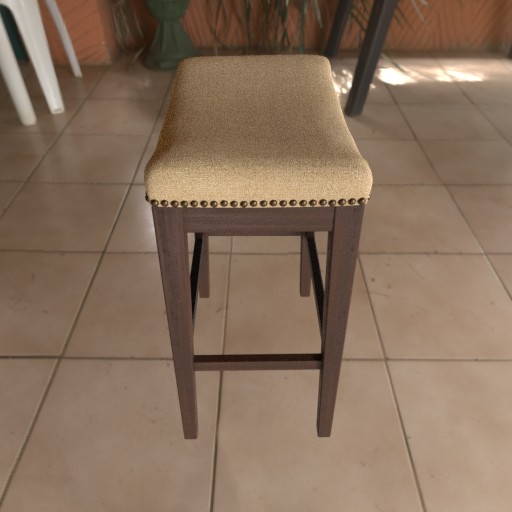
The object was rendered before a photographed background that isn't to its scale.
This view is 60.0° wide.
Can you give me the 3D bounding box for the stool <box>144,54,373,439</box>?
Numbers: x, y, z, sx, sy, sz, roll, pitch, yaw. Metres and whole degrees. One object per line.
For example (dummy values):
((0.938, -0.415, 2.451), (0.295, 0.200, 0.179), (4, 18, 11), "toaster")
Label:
((0.000, 0.000, 1.038), (0.363, 0.768, 0.509), (-1, 42, -1), "stool")
